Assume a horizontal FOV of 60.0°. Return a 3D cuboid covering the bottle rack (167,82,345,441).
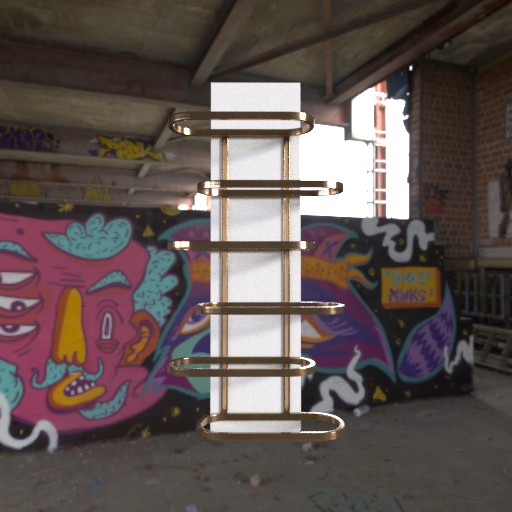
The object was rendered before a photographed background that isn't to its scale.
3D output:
[{"bbox_3d":[0.000,0.000,0.843,0.332,0.709,0.118,0,-1,0],"label":"bottle rack"}]
